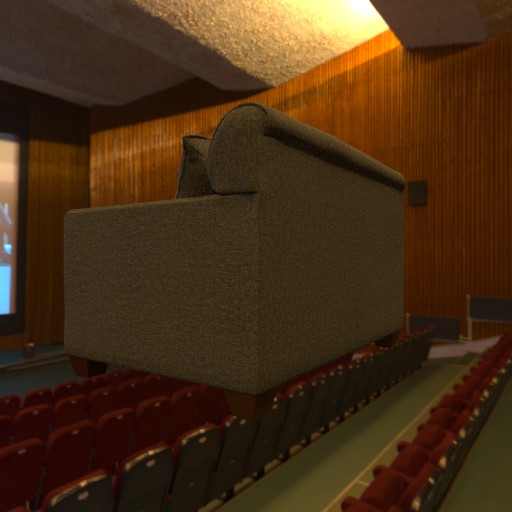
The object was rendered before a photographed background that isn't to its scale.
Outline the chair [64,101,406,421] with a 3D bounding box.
[{"bbox_3d":[0.000,0.000,2.056,1.000,0.948,1.383,0,0,35],"label":"chair"}]
